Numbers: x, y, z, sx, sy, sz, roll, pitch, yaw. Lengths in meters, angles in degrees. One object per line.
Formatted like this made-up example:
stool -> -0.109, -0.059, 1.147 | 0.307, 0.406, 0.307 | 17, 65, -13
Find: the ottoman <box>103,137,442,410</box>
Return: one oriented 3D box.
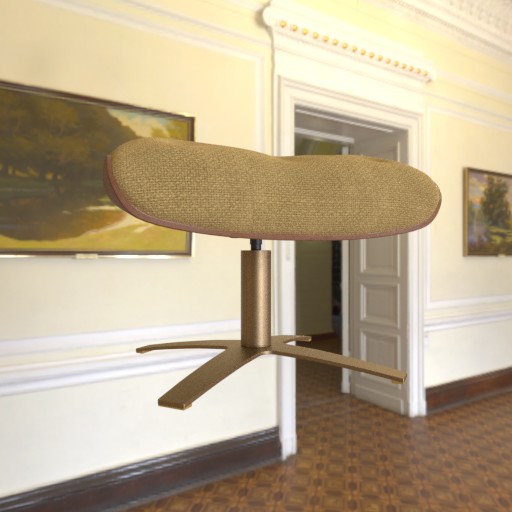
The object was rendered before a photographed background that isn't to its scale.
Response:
ottoman -> 0.000, 0.000, 0.802 | 0.520, 0.391, 0.394 | 0, 0, -20
